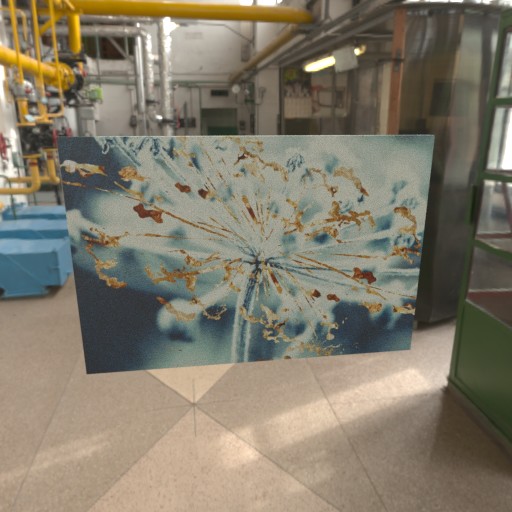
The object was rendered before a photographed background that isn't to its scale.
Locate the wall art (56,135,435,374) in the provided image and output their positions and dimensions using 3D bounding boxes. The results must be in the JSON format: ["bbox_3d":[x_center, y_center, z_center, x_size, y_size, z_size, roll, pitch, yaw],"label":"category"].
[{"bbox_3d":[0.000,0.000,1.451,1.138,0.759,0.035,-2,17,-8],"label":"wall art"}]
